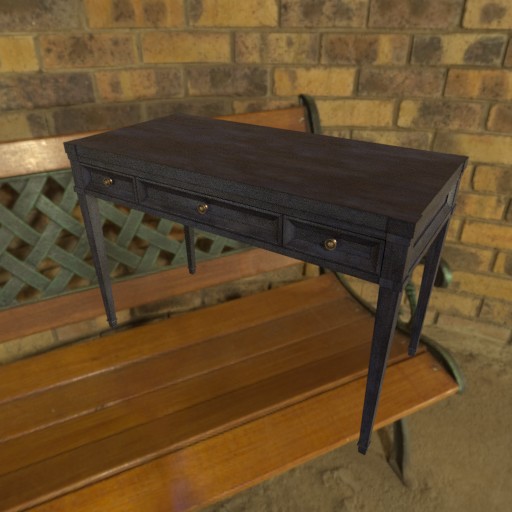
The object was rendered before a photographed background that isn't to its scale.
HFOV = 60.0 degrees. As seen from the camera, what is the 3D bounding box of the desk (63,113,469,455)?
[{"bbox_3d":[0.000,0.000,1.767,1.289,0.861,0.630,18,34,28],"label":"desk"}]
